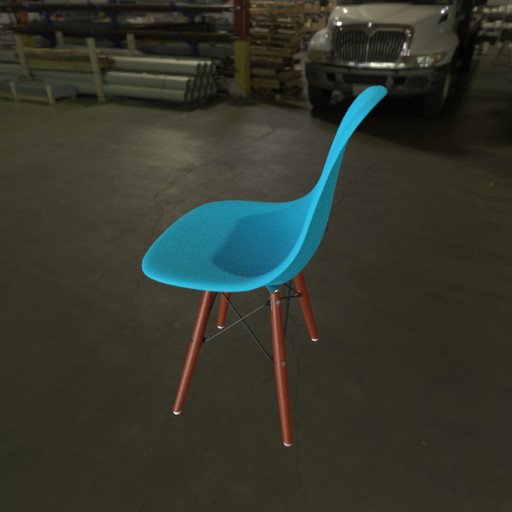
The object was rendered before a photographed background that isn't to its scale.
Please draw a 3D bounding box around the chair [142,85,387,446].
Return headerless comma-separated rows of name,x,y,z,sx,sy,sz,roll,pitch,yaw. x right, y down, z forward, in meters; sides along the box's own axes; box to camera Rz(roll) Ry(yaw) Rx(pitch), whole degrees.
chair,0.000,0.000,1.135,0.533,0.826,0.470,7,31,12
